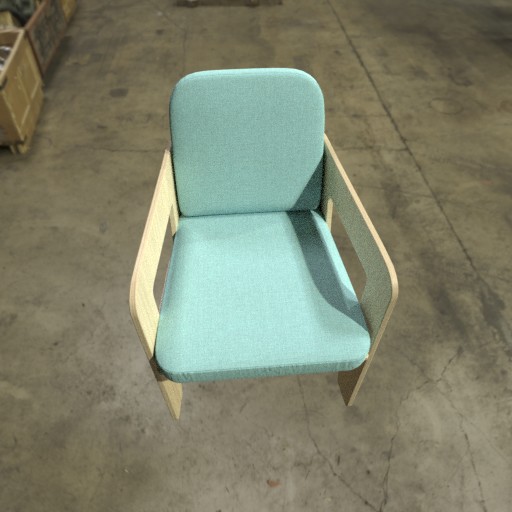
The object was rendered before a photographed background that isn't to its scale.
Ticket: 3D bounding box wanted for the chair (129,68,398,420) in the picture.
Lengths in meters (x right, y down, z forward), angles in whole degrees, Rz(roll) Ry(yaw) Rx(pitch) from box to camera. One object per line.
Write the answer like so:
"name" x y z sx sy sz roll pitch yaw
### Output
"chair" 0.000 0.000 1.272 0.590 0.800 0.710 -3 47 -3
